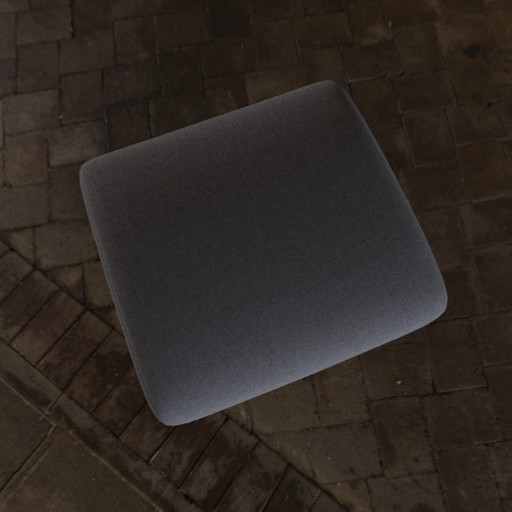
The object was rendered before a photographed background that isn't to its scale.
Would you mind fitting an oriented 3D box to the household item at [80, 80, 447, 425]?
[{"bbox_3d":[0.000,0.000,0.907,0.530,0.410,0.530,-21,75,-6],"label":"household item"}]
